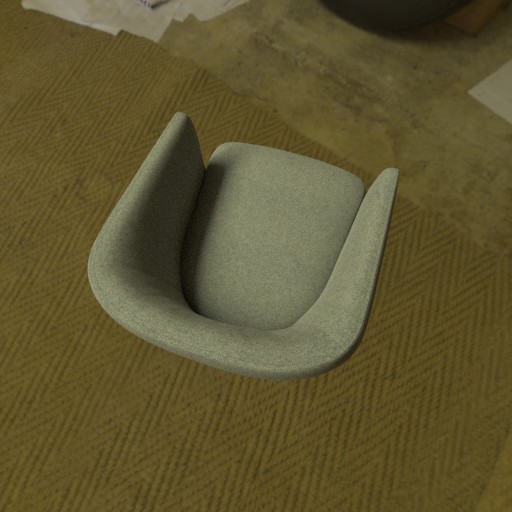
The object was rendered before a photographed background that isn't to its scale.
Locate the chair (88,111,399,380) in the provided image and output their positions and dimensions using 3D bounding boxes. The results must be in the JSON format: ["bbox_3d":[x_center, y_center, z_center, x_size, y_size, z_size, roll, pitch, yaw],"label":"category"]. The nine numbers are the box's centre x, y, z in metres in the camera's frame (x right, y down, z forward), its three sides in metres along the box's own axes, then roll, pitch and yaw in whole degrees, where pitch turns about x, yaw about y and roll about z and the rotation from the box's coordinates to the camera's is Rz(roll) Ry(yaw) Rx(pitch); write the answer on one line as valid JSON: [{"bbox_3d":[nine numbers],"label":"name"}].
[{"bbox_3d":[0.000,0.000,1.644,0.822,0.861,0.986,17,65,8],"label":"chair"}]
